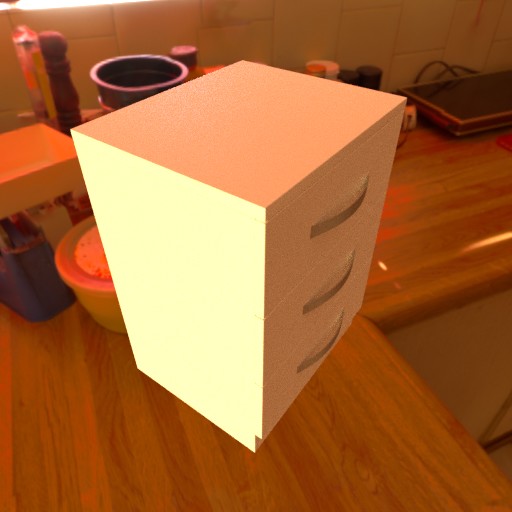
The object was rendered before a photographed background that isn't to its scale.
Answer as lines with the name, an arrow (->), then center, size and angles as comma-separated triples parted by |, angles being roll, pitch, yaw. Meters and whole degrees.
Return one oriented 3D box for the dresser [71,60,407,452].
dresser -> 0.000, 0.000, 0.849 | 0.360, 0.560, 0.400 | 25, 46, 27
